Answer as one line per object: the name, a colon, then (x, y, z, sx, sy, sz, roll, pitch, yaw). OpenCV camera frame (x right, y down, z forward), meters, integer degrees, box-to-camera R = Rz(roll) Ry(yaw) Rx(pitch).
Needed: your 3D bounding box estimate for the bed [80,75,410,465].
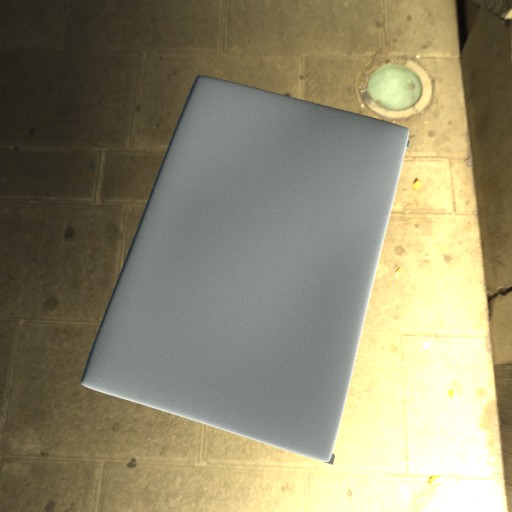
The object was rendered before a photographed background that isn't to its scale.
bed: (0.000, 0.000, 2.645, 1.460, 0.510, 1.985, 16, 77, 4)
